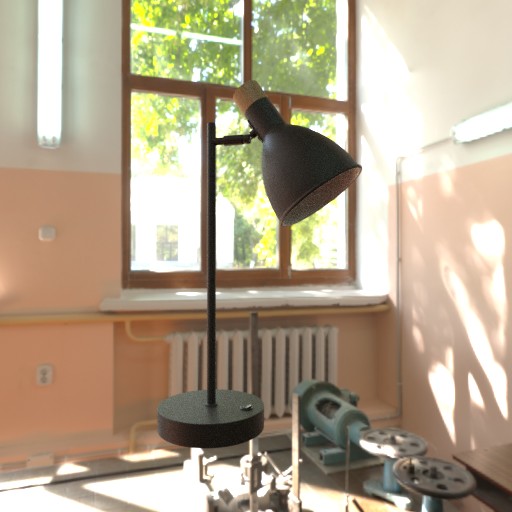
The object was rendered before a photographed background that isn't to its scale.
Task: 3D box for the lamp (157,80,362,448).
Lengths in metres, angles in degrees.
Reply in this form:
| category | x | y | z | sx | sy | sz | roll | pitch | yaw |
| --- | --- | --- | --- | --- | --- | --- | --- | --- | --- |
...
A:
| category | x | y | z | sx | sy | sz | roll | pitch | yaw |
| --- | --- | --- | --- | --- | --- | --- | --- | --- | --- |
| lamp | 0.000 | 0.000 | 0.613 | 0.287 | 0.483 | 0.152 | 0 | 0 | 17 |
